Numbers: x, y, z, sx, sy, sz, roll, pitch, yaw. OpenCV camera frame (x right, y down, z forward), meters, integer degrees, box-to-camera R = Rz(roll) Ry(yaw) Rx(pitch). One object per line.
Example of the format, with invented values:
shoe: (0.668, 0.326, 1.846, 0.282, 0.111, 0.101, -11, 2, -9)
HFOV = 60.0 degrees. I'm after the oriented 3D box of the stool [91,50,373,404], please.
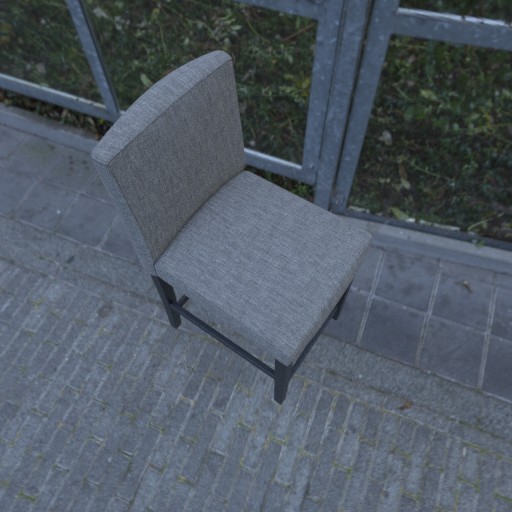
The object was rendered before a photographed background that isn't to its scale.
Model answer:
stool: (0.000, 0.000, 1.312, 0.552, 0.966, 0.451, 31, 63, 17)
